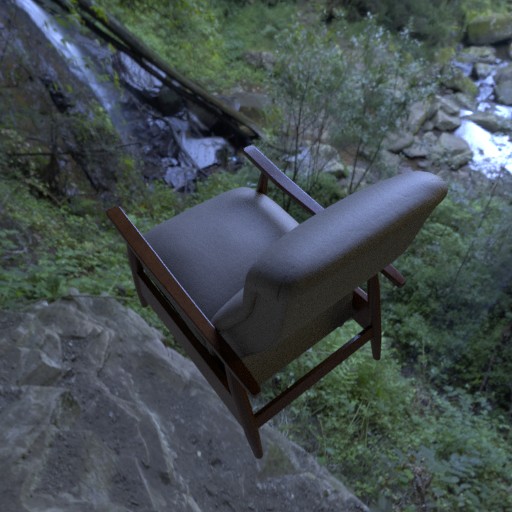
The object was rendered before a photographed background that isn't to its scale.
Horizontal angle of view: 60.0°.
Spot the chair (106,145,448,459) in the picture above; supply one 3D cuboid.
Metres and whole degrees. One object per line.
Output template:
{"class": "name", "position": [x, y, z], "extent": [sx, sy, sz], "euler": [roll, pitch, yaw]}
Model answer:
{"class": "chair", "position": [0.000, 0.000, 1.757], "extent": [0.762, 1.082, 1.032], "euler": [-30, 55, -24]}
